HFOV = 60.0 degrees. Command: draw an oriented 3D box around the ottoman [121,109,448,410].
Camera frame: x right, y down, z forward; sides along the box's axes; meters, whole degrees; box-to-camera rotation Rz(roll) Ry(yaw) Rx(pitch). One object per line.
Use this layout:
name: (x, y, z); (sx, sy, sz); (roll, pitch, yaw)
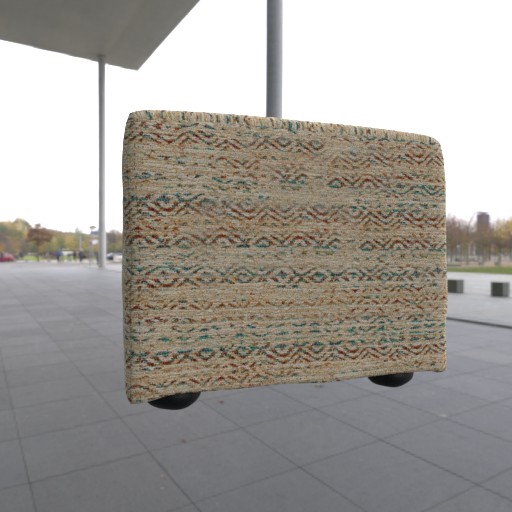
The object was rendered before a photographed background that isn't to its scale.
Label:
ottoman: (0.000, 0.000, 0.894); (0.521, 0.453, 0.512); (0, 0, -17)
